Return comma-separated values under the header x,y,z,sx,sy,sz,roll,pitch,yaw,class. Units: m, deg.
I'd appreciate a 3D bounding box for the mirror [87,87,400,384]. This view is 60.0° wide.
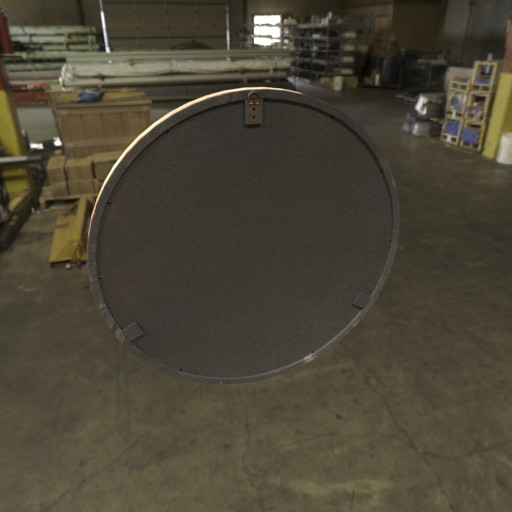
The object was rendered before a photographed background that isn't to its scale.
x,y,z,sx,sy,sz,roll,pitch,yaw,class
0.000,0.000,0.999,0.710,0.710,0.038,-7,28,-14,mirror
